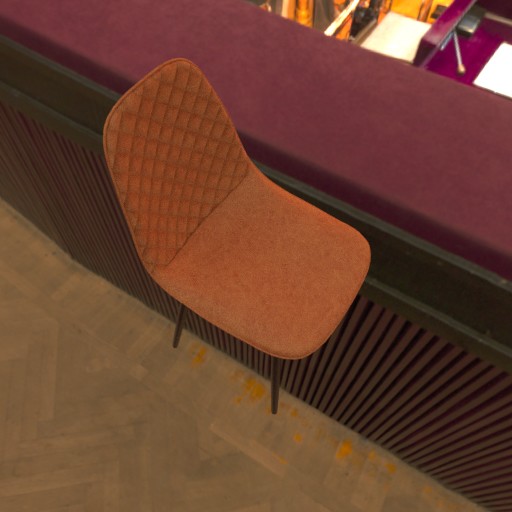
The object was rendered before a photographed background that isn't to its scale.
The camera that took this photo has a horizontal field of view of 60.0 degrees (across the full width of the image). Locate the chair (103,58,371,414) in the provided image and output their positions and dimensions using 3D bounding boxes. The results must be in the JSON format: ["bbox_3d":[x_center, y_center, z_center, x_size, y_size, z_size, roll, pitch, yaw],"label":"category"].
[{"bbox_3d":[0.000,0.000,1.195,0.561,0.889,0.472,29,63,17],"label":"chair"}]
